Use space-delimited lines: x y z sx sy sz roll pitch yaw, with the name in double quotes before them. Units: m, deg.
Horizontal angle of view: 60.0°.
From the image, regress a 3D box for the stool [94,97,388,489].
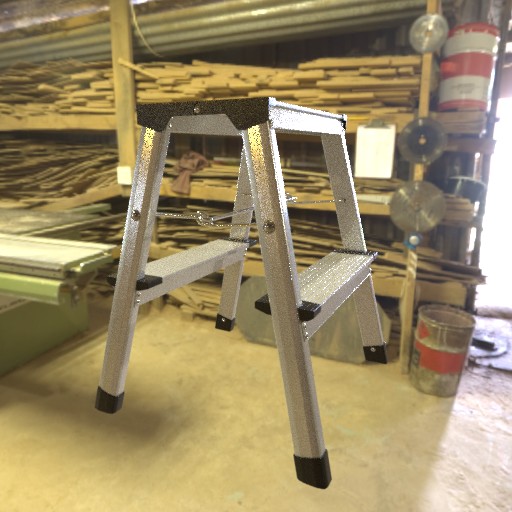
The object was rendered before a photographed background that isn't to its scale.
"stool" 0.000 0.000 0.765 0.405 0.480 0.404 7 15 26
